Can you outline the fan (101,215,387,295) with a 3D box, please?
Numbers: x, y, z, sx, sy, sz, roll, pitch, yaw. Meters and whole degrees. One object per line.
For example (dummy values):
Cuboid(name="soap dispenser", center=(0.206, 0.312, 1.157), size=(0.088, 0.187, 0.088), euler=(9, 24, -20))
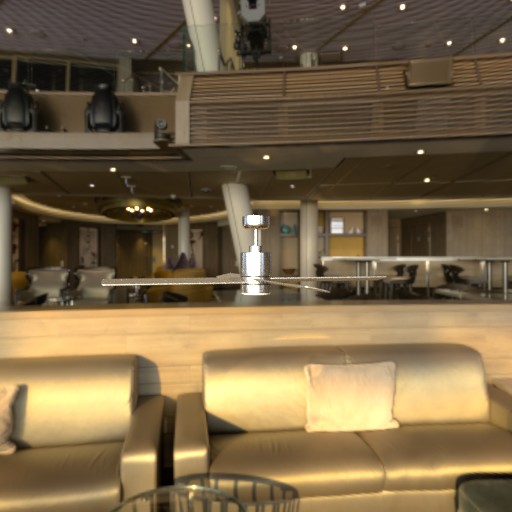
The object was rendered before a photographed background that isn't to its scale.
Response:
Cuboid(name="fan", center=(0.000, 0.000, 2.008), size=(1.322, 0.355, 1.322), euler=(0, 0, -17))
